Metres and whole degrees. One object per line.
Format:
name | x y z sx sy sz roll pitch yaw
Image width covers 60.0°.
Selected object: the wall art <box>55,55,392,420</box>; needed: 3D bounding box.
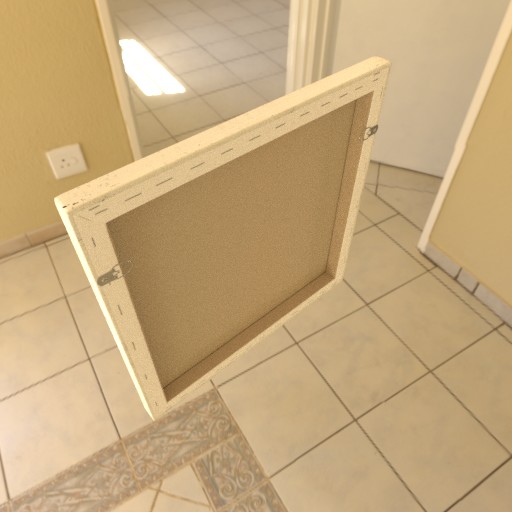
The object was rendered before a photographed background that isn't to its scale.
wall art | 0.000 0.000 0.881 0.610 0.611 0.040 -32 55 -26
